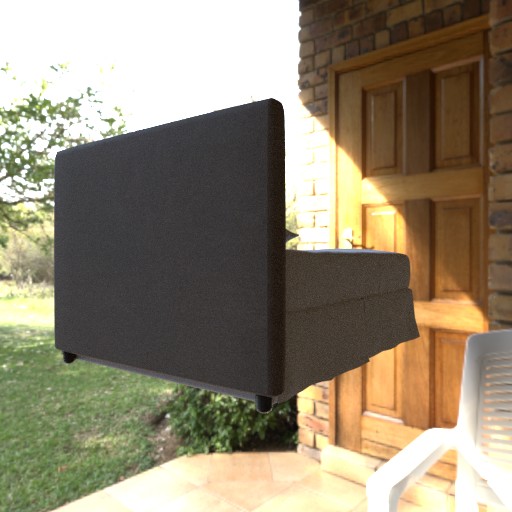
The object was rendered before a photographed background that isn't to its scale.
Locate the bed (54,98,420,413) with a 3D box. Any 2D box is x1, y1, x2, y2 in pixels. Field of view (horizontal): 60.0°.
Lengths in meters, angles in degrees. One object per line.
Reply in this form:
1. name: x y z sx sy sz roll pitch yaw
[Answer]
1. bed: 0.000 0.000 3.147 1.723 1.330 2.142 0 0 36
